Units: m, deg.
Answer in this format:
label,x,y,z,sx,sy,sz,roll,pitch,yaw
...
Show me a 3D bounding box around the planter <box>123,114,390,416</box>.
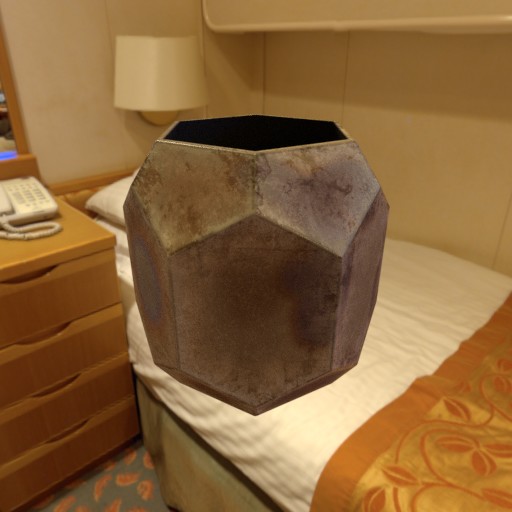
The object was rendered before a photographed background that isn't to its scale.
label,x,y,z,sx,sy,sz,roll,pitch,yaw
planter,0.000,0.000,0.426,0.243,0.238,0.221,0,26,0
